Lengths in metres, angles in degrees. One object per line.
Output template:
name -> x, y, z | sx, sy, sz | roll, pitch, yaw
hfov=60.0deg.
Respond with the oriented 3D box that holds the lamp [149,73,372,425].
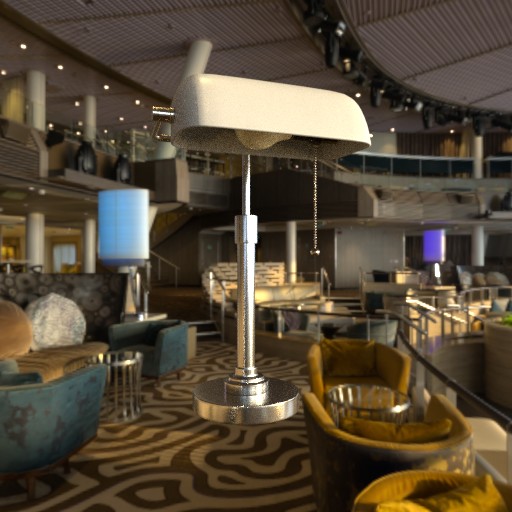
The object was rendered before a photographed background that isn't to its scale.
lamp -> 0.000, 0.000, 0.563 | 0.269, 0.404, 0.227 | 0, -1, -19
